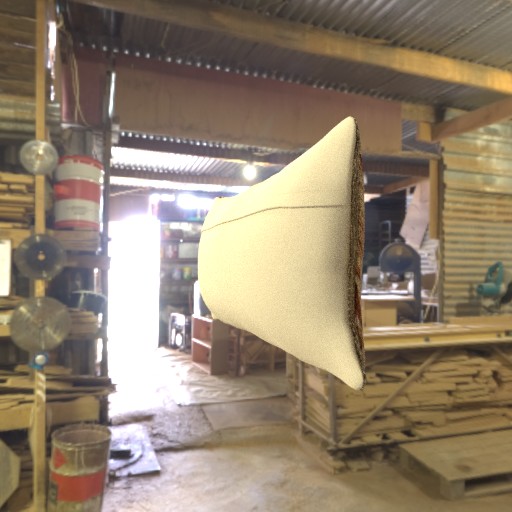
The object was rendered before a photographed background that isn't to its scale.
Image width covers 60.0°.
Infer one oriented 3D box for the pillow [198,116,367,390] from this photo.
[{"bbox_3d":[0.000,0.000,0.734,0.139,0.282,0.635,0,-1,-19],"label":"pillow"}]
